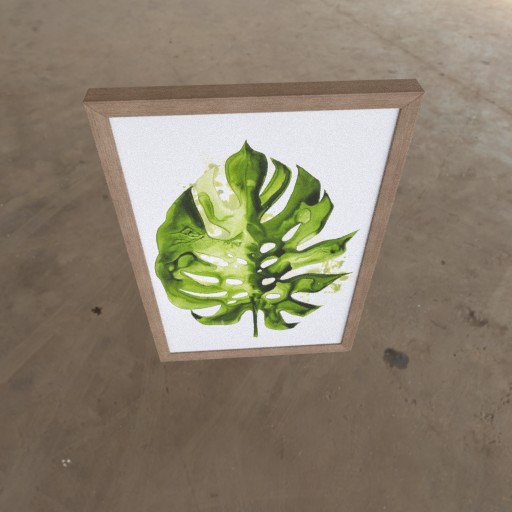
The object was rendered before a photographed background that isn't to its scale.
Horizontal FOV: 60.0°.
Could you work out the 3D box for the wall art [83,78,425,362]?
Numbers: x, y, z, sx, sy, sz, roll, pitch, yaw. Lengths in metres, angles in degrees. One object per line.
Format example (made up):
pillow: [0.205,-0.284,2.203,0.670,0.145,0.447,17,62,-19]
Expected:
wall art: [0.000,0.000,0.653,0.356,0.509,0.031,-3,46,-3]
